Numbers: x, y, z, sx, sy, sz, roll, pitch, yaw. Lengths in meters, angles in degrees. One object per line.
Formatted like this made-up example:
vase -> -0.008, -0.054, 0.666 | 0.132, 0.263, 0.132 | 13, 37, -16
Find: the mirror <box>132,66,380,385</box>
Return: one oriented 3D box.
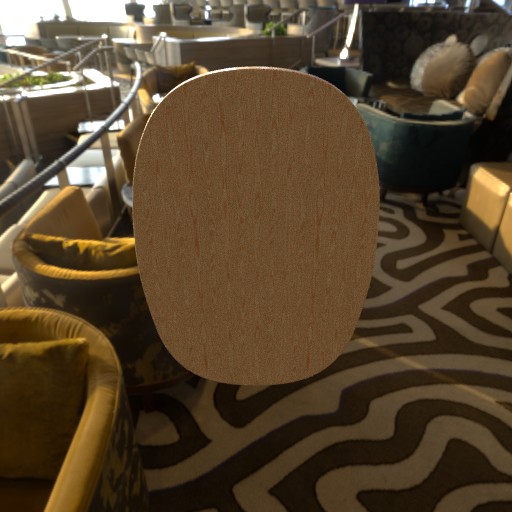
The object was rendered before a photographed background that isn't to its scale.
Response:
mirror -> 0.000, 0.000, 1.362 | 0.724, 1.075, 0.037 | 0, 30, 0
